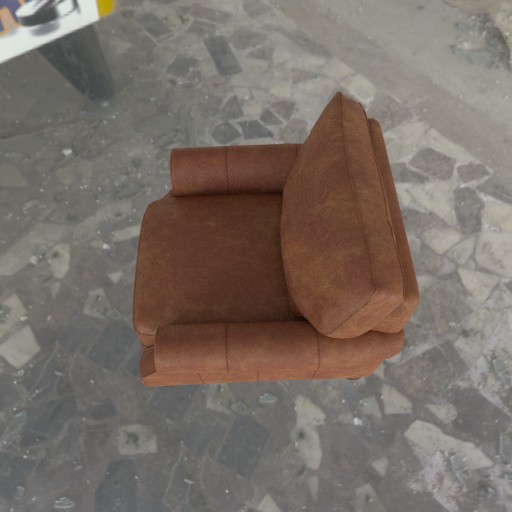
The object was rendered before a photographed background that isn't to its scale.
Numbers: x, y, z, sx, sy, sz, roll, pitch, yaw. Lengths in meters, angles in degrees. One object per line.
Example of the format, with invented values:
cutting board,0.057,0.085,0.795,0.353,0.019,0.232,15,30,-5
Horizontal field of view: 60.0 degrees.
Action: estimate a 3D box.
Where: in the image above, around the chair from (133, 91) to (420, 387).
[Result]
chair,0.000,0.000,1.772,0.986,0.962,0.983,-2,59,-1
